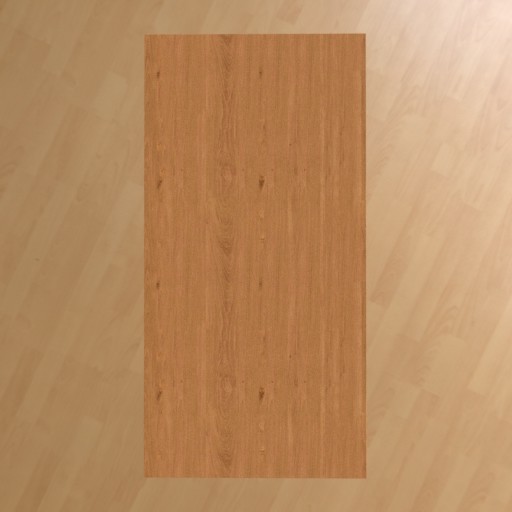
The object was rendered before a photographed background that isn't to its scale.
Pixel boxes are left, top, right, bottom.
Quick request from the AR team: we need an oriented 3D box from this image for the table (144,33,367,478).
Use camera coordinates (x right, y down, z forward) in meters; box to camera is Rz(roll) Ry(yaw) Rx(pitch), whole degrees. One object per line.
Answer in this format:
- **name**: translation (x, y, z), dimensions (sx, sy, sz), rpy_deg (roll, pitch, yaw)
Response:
- **table**: translation (0.000, 0.000, 1.123), dimensions (0.450, 0.452, 0.899), rpy_deg (0, 90, 1)
